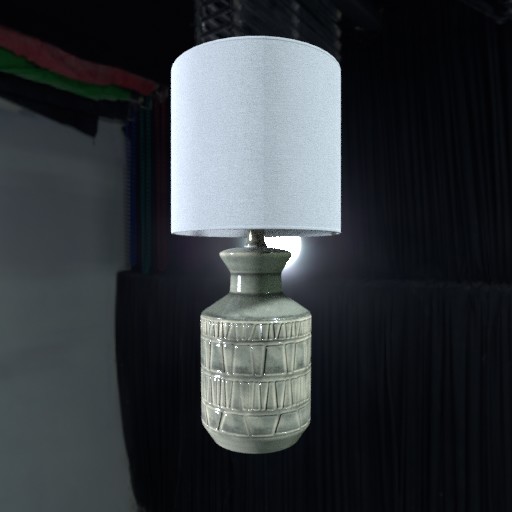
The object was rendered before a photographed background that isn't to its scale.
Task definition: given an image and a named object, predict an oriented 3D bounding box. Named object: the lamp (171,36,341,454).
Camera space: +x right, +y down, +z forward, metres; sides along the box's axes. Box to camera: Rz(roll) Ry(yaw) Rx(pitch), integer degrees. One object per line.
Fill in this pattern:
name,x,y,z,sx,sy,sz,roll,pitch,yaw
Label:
lamp,0.000,0.000,0.563,0.211,0.455,0.211,0,0,37
